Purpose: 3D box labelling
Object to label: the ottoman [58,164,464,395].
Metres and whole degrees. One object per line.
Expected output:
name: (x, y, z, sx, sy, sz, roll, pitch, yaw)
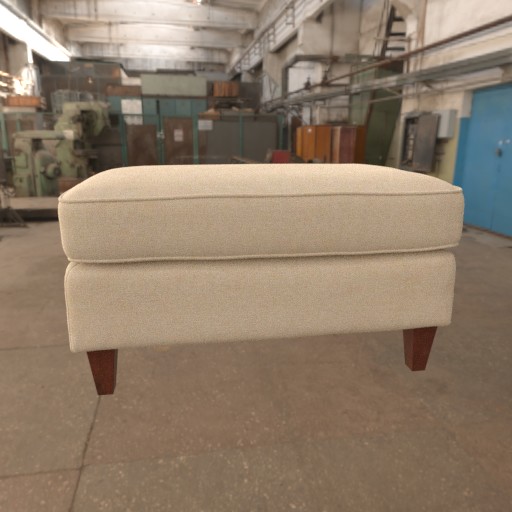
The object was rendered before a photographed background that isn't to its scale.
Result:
ottoman: (0.000, 0.000, 1.205, 0.862, 0.484, 0.583, -2, 15, -8)
